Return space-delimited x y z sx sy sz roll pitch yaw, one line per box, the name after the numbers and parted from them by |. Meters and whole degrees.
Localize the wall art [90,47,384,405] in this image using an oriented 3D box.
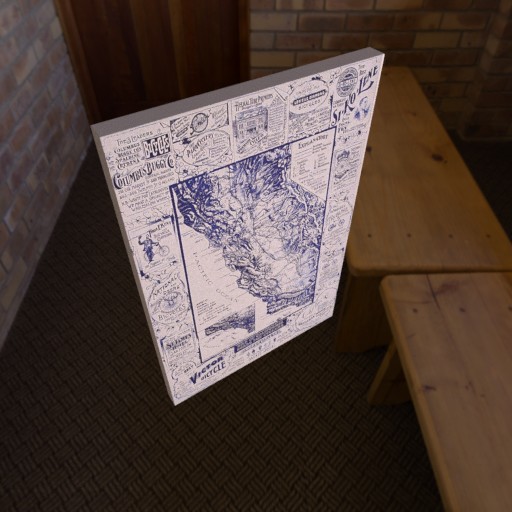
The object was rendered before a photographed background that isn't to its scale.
0.000 0.000 0.953 0.511 0.753 0.039 -25 50 -23 | wall art
